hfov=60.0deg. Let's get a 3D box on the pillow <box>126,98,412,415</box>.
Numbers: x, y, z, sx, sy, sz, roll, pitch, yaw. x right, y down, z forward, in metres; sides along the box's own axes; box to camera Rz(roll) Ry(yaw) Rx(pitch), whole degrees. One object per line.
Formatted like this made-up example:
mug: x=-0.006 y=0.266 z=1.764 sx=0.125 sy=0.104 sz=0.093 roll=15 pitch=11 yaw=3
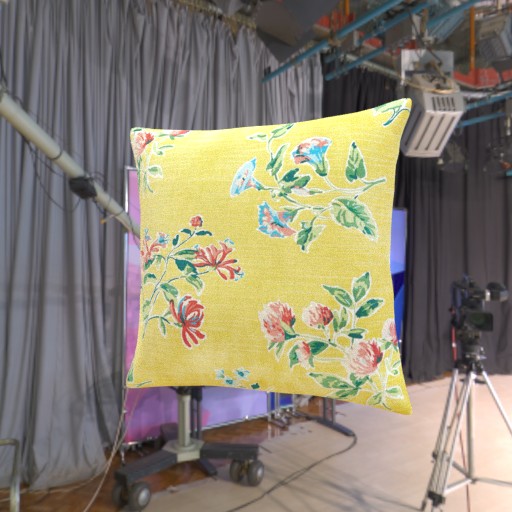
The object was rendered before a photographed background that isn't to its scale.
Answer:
pillow: x=0.000 y=0.000 z=0.789 sx=0.525 sy=0.508 sz=0.166 roll=0 pitch=-1 yaw=18
